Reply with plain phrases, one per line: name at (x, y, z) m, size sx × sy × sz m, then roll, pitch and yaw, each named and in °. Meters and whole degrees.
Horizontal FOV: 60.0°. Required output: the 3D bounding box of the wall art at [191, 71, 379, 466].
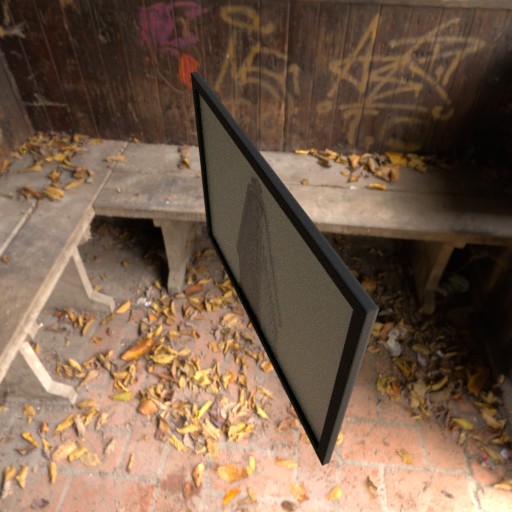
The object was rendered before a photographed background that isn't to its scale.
wall art at (0.000, 0.000, 1.238) m, size 0.026 × 0.656 × 0.958 m, roll -16°, pitch 48°, yaw -15°
